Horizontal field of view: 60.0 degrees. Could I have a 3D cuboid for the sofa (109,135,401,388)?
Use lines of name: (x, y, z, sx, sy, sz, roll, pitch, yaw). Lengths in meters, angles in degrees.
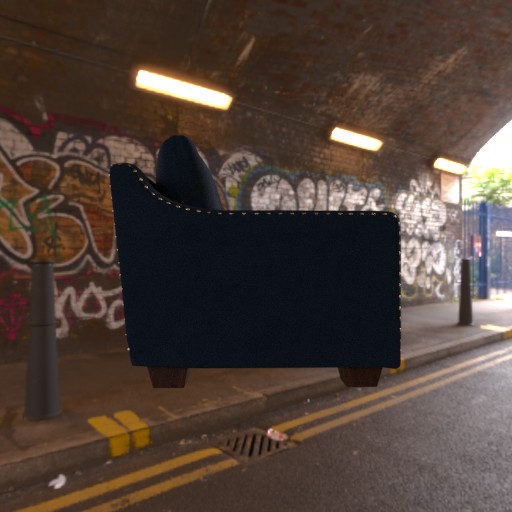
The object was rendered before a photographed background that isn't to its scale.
sofa: (0.000, 0.000, 2.651, 1.104, 0.983, 2.107, 0, 0, -1)
